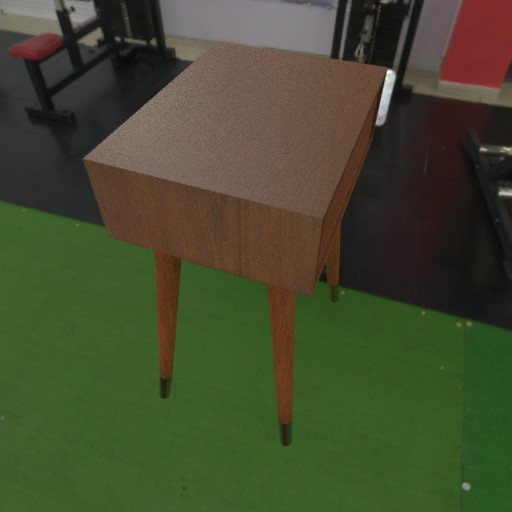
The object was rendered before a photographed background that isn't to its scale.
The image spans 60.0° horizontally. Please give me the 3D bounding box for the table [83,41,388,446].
[{"bbox_3d":[0.000,0.000,0.828,0.300,0.599,0.406,16,48,14],"label":"table"}]
